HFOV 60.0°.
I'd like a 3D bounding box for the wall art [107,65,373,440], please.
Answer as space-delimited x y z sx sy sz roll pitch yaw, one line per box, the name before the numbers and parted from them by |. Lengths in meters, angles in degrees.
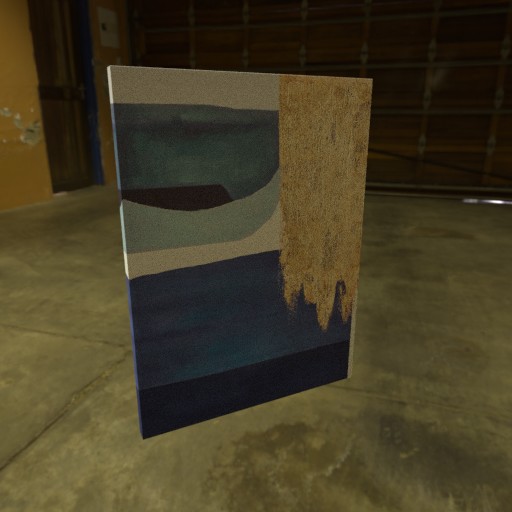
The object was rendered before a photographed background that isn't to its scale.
wall art | 0.000 0.000 0.804 0.458 0.613 0.026 -8 19 -25
